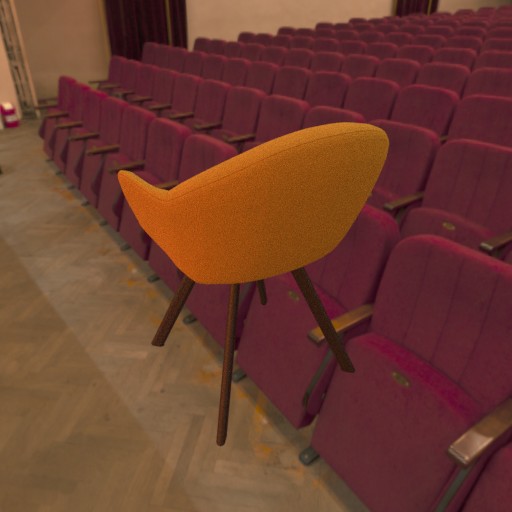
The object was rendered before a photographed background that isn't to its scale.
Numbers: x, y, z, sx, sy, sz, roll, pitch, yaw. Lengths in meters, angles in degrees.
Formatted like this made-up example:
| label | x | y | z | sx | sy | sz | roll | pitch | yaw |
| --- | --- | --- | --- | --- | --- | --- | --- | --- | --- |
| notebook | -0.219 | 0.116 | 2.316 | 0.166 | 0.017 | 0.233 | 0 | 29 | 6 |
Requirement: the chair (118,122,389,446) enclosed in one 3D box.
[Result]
| label | x | y | z | sx | sy | sz | roll | pitch | yaw |
| --- | --- | --- | --- | --- | --- | --- | --- | --- | --- |
| chair | 0.000 | 0.000 | 1.171 | 0.545 | 0.775 | 0.565 | -18 | 34 | -29 |
